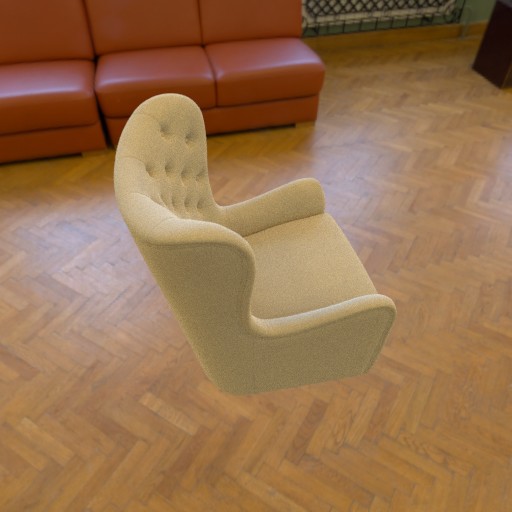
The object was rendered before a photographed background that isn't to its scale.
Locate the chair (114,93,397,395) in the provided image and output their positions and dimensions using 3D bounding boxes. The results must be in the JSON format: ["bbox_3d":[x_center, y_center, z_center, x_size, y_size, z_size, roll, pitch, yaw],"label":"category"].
[{"bbox_3d":[0.000,0.000,1.810,0.929,1.079,0.831,-11,47,-10],"label":"chair"}]
